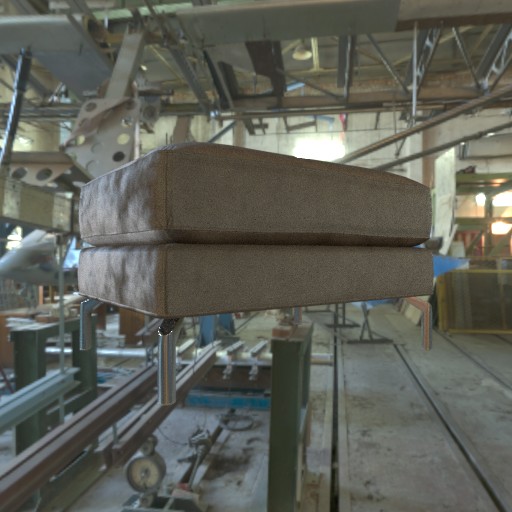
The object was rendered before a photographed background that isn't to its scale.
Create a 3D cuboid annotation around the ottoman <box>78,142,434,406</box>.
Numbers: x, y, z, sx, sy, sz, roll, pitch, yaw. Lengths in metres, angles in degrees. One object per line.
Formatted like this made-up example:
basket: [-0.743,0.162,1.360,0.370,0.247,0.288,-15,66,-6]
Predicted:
ottoman: [0.000,0.000,1.083,0.719,0.456,0.520,0,0,-35]
